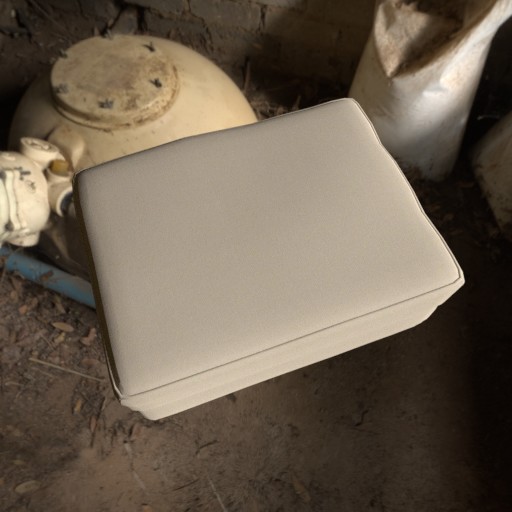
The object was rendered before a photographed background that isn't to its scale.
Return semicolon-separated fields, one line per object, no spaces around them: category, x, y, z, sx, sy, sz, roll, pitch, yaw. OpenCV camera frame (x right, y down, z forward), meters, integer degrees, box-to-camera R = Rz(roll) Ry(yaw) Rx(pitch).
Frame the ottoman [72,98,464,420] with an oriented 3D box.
ottoman;0.000;0.000;1.231;0.818;0.485;0.634;-18;65;-9
